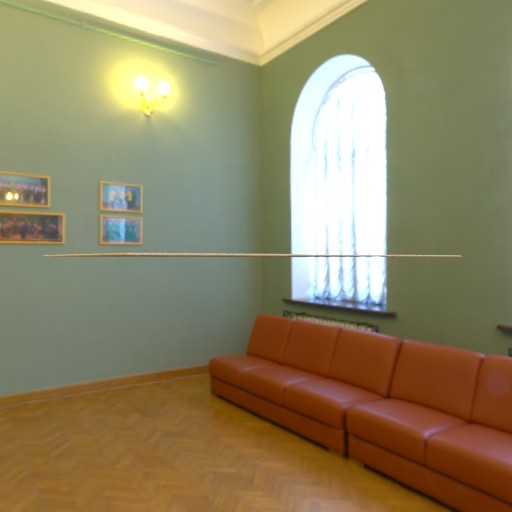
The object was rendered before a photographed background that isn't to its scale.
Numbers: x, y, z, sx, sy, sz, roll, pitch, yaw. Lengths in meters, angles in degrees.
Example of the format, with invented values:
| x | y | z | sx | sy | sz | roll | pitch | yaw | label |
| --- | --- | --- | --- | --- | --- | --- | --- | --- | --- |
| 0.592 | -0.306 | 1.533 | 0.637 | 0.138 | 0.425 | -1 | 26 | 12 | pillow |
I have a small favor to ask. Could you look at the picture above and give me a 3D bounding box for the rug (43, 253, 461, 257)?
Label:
| x | y | z | sx | sy | sz | roll | pitch | yaw | label |
| --- | --- | --- | --- | --- | --- | --- | --- | --- | --- |
| 0.000 | 0.000 | 2.869 | 2.284 | 0.008 | 1.522 | 0 | 0 | -36 | rug |
